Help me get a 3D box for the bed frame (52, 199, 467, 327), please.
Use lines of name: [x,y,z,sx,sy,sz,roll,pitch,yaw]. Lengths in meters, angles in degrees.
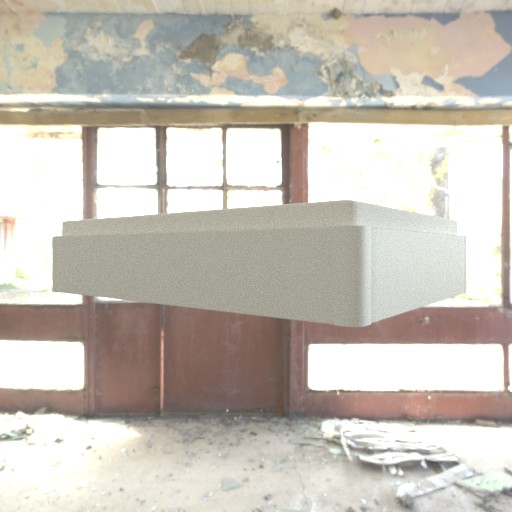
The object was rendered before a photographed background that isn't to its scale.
bed frame: [0.000,0.000,2.490,1.900,0.406,1.400,1,1,38]
